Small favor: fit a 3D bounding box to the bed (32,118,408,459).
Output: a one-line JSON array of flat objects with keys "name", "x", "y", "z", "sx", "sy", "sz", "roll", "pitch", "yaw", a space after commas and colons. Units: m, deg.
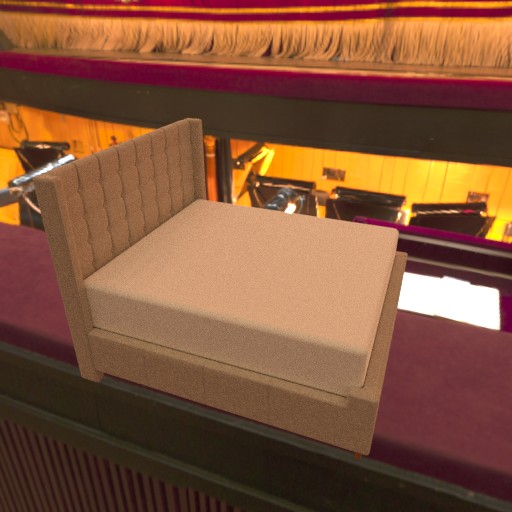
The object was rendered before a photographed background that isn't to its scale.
[{"name": "bed", "x": 0.000, "y": 0.000, "z": 3.738, "sx": 2.370, "sy": 1.743, "sz": 2.045, "roll": 11, "pitch": 30, "yaw": 19}]
